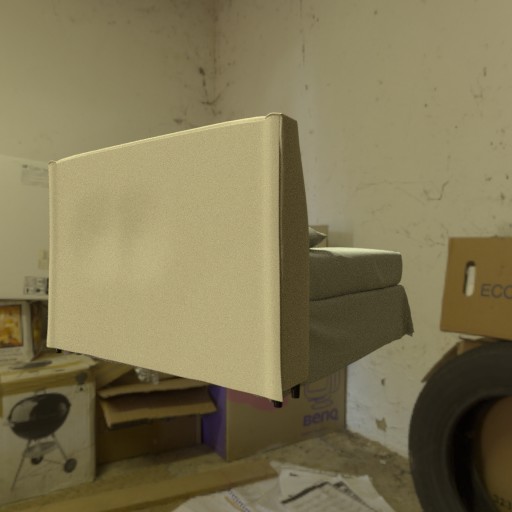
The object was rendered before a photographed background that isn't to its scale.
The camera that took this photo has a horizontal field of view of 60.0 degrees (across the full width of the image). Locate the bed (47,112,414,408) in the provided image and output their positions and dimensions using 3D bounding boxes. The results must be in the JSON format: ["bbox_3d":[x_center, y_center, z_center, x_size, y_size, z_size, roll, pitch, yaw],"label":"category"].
[{"bbox_3d":[0.000,0.000,3.395,1.925,1.332,2.276,1,1,36],"label":"bed"}]
